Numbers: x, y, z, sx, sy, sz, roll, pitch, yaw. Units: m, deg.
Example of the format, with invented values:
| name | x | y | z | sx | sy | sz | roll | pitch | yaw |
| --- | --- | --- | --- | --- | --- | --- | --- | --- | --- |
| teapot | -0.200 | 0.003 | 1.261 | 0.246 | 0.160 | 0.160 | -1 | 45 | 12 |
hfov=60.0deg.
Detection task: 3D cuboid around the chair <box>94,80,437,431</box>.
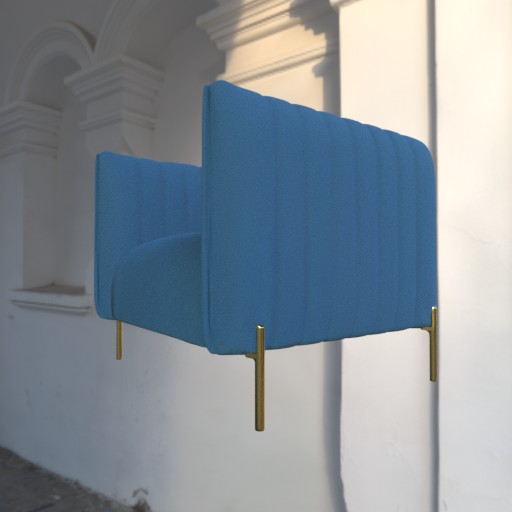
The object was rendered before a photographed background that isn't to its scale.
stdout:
| name | x | y | z | sx | sy | sz | roll | pitch | yaw |
| --- | --- | --- | --- | --- | --- | --- | --- | --- | --- |
| chair | 0.000 | 0.000 | 1.550 | 0.877 | 0.793 | 0.947 | 1 | -1 | -37 |
